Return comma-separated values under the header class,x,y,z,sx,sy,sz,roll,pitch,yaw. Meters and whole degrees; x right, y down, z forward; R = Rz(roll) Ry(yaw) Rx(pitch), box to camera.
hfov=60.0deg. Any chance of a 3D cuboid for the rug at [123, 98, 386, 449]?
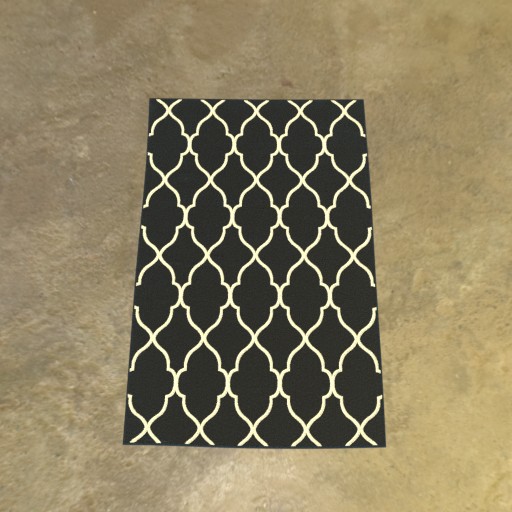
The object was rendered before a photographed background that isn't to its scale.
class,x,y,z,sx,sy,sz,roll,pitch,yaw
rug,0.000,0.000,2.841,1.528,0.014,2.294,0,75,0
